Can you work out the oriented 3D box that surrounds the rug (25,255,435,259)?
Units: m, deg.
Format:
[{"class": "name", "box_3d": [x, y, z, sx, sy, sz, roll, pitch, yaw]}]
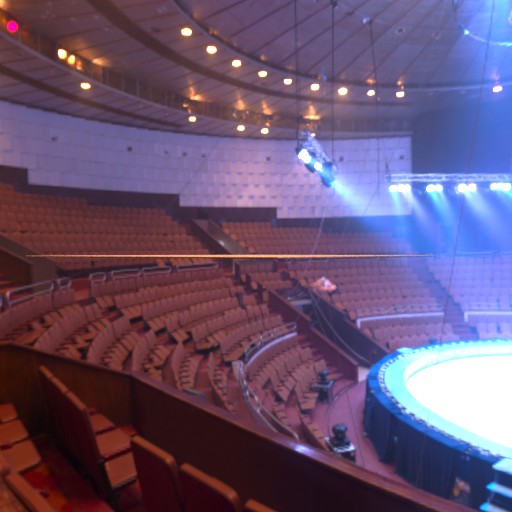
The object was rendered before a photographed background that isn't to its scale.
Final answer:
[{"class": "rug", "box_3d": [0.000, 0.000, 4.106, 2.433, 0.011, 3.037, 0, 0, 36]}]
